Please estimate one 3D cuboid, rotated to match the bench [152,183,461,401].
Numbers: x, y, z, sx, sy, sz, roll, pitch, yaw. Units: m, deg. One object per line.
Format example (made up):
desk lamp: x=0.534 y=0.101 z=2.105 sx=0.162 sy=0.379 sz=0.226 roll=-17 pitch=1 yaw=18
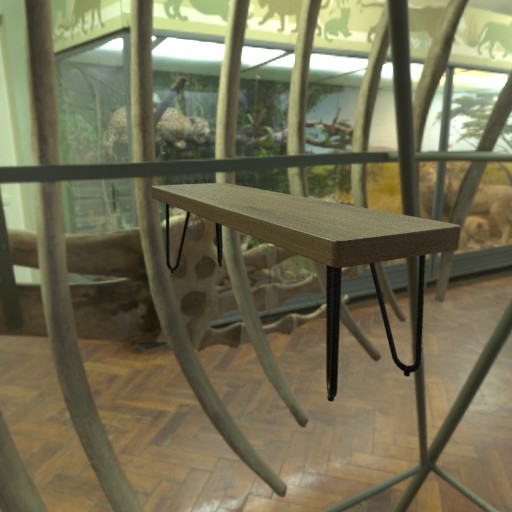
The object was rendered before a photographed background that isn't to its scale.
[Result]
bench: x=0.000 y=0.000 z=1.807 sx=0.425 sy=0.462 sz=1.570 roll=-7 pitch=16 yaw=-27
